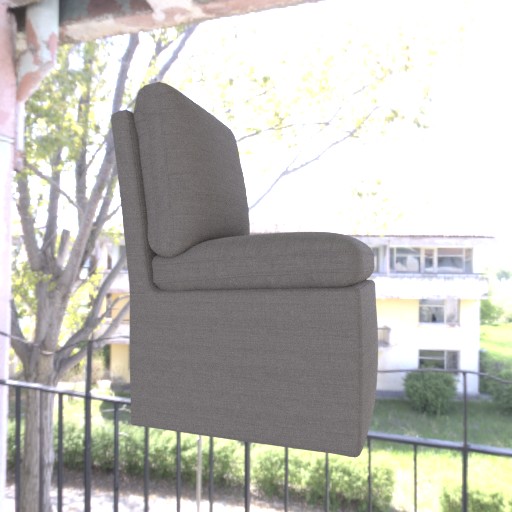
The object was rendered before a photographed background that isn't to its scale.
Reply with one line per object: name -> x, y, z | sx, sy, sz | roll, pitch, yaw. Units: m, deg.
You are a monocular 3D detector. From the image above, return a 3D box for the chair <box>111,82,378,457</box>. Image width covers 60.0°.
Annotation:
chair -> 0.000, 0.000, 1.326 | 0.698, 0.927, 0.503 | 0, -1, 19
